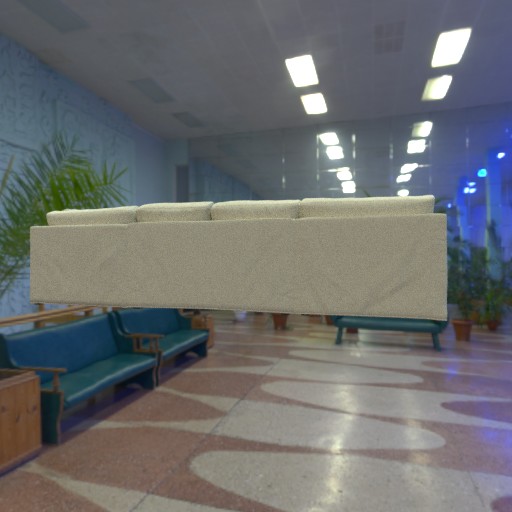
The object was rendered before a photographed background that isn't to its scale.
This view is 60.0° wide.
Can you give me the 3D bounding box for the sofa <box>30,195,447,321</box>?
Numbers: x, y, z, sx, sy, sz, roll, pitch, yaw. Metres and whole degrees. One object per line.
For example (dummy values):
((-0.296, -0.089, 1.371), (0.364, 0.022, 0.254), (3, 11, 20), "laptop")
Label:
((0.000, 0.000, 4.532), (3.464, 0.882, 2.448), (0, 0, 18), "sofa")
